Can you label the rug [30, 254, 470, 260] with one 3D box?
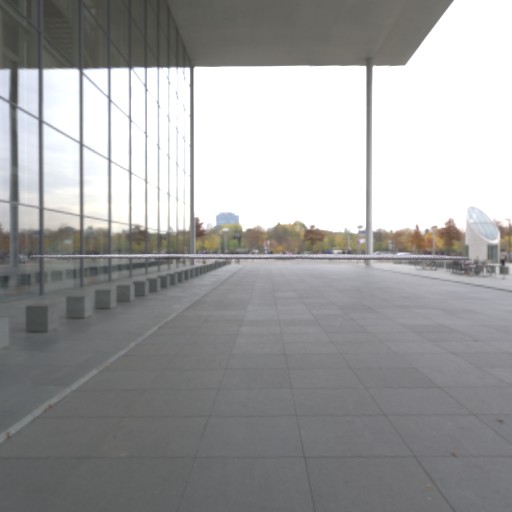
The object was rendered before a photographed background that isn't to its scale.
[{"bbox_3d":[0.000,0.000,1.077,0.867,0.007,0.515,0,1,16],"label":"rug"}]
